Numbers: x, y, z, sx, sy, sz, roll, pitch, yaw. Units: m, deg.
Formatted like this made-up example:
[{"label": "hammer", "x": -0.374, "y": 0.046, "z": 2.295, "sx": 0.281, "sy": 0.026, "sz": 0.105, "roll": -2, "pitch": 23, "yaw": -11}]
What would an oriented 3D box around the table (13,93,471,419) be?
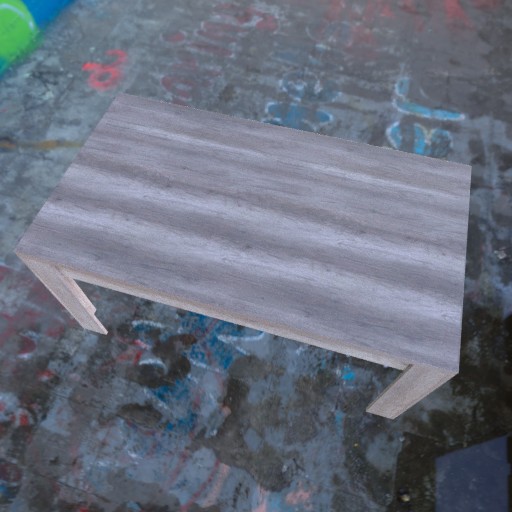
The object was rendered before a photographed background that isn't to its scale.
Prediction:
[{"label": "table", "x": 0.000, "y": 0.000, "z": 2.070, "sx": 1.600, "sy": 0.775, "sz": 0.900, "roll": 14, "pitch": 61, "yaw": 8}]
